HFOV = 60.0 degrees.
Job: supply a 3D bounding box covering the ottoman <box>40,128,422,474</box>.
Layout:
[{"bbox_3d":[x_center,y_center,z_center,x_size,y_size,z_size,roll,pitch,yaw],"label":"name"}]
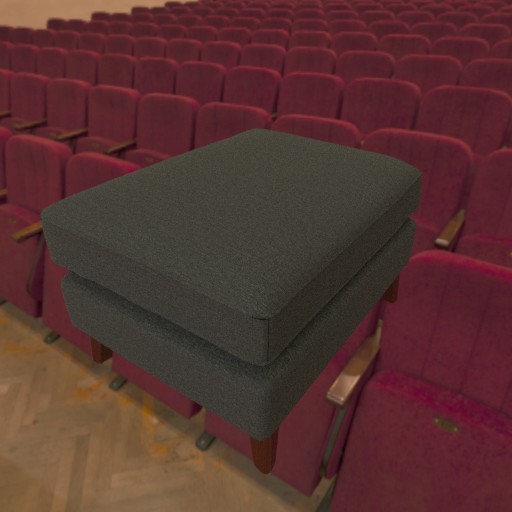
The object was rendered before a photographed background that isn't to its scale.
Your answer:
[{"bbox_3d":[0.000,0.000,1.218,0.629,0.503,0.835,20,37,30],"label":"ottoman"}]
